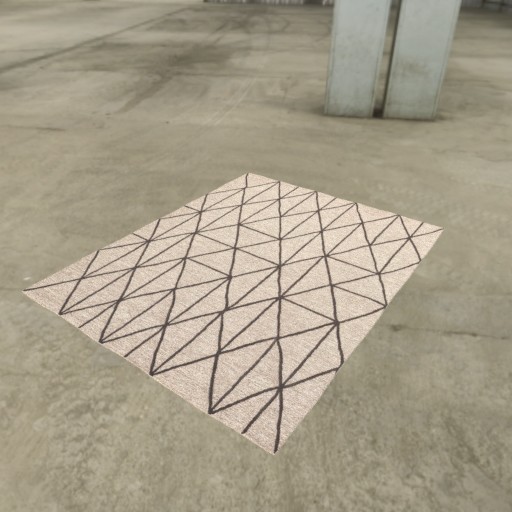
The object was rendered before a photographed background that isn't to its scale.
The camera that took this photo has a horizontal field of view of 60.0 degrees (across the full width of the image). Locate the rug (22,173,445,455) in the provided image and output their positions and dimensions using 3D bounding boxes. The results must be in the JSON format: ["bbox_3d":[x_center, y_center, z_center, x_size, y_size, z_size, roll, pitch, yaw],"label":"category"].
[{"bbox_3d":[0.000,0.000,3.986,2.468,0.022,3.061,22,39,30],"label":"rug"}]
